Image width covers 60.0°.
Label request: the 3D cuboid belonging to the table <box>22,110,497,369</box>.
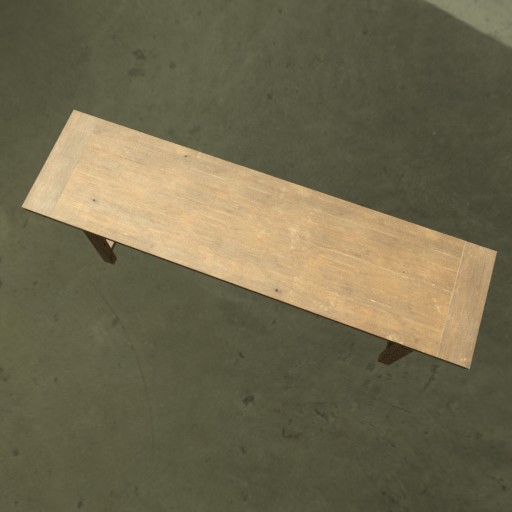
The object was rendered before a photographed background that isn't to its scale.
[{"bbox_3d":[0.000,0.000,2.115,1.800,0.810,0.465,19,76,5],"label":"table"}]
